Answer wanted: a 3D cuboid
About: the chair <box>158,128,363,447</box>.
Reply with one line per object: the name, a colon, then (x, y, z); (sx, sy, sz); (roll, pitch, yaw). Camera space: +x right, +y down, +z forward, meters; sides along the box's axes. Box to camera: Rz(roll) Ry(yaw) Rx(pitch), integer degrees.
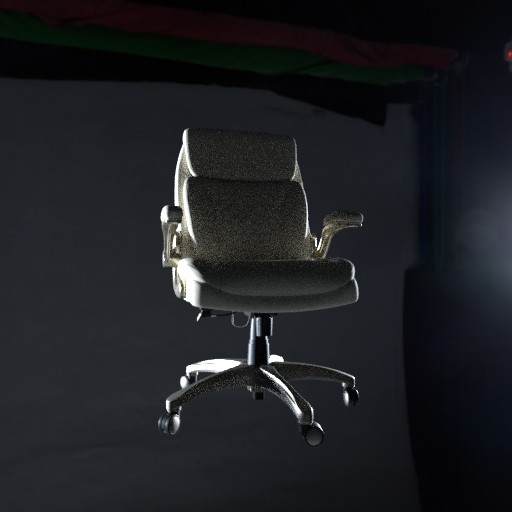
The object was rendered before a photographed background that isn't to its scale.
chair: (0.000, 0.000, 1.637); (0.740, 1.110, 0.794); (0, 0, -18)
